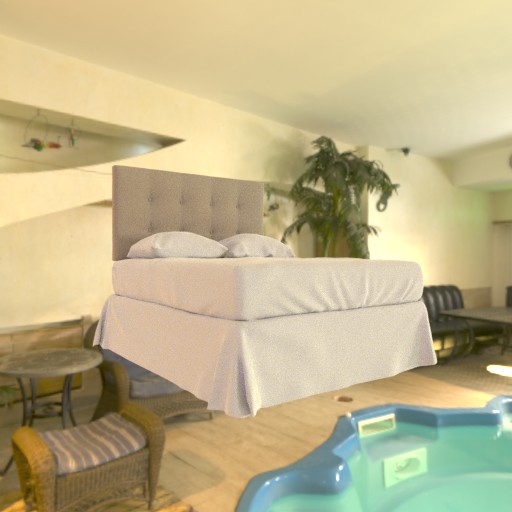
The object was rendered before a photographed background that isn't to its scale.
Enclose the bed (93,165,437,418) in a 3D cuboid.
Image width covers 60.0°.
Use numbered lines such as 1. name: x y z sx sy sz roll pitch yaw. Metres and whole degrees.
1. bed: 0.000 0.000 3.535 1.936 1.577 2.222 0 0 -37
